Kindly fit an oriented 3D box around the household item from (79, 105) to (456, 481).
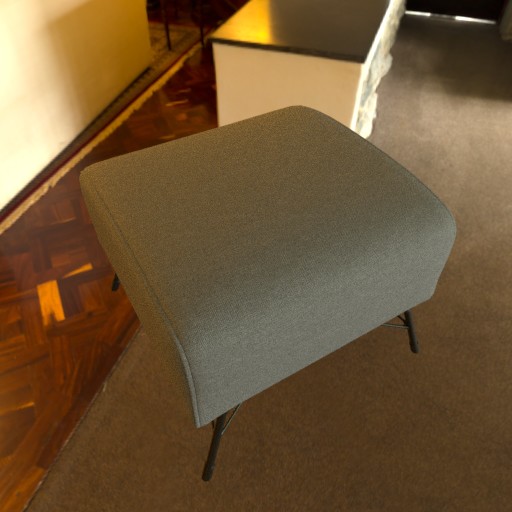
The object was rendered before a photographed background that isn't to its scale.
[{"bbox_3d":[0.000,0.000,0.892,0.530,0.410,0.530,-23,50,-21],"label":"household item"}]
